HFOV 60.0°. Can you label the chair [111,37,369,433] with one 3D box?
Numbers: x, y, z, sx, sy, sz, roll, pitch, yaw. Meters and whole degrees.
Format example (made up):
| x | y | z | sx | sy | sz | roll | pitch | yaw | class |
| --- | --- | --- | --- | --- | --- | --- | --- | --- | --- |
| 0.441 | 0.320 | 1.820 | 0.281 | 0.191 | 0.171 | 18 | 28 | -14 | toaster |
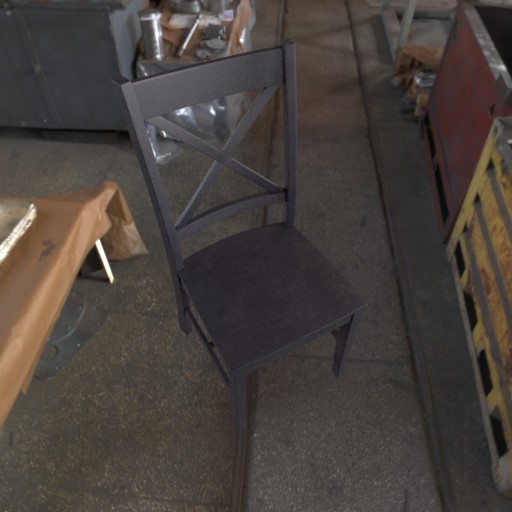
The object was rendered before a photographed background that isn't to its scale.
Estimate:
| x | y | z | sx | sy | sz | roll | pitch | yaw | class |
| --- | --- | --- | --- | --- | --- | --- | --- | --- | --- |
| 0.000 | 0.000 | 1.308 | 0.485 | 0.983 | 0.542 | -22 | 51 | -19 | chair |
